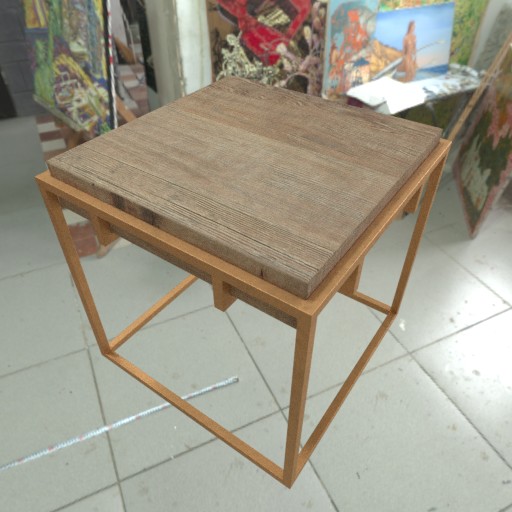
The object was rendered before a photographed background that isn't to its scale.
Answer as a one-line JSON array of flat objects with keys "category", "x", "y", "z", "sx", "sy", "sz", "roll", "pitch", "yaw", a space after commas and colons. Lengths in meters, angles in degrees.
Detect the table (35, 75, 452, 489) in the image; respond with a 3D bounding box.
[{"category": "table", "x": 0.000, "y": 0.000, "z": 1.061, "sx": 0.599, "sy": 0.584, "sz": 0.599, "roll": 25, "pitch": 47, "yaw": 26}]
